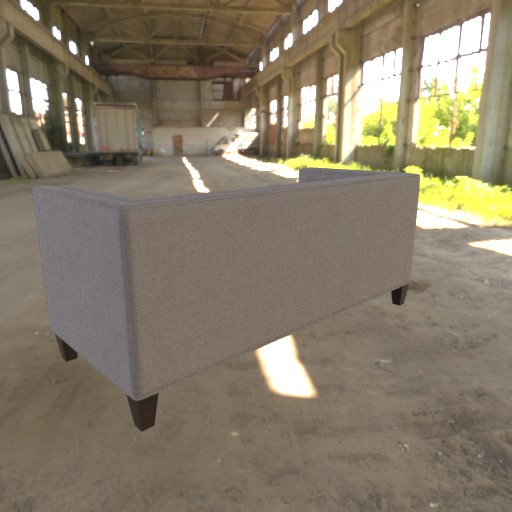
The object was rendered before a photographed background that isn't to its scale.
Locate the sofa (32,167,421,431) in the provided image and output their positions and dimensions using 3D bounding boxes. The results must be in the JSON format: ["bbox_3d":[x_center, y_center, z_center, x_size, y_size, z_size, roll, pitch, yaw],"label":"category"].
[{"bbox_3d":[0.000,0.000,2.209,1.778,0.762,0.775,-14,20,-41],"label":"sofa"}]
